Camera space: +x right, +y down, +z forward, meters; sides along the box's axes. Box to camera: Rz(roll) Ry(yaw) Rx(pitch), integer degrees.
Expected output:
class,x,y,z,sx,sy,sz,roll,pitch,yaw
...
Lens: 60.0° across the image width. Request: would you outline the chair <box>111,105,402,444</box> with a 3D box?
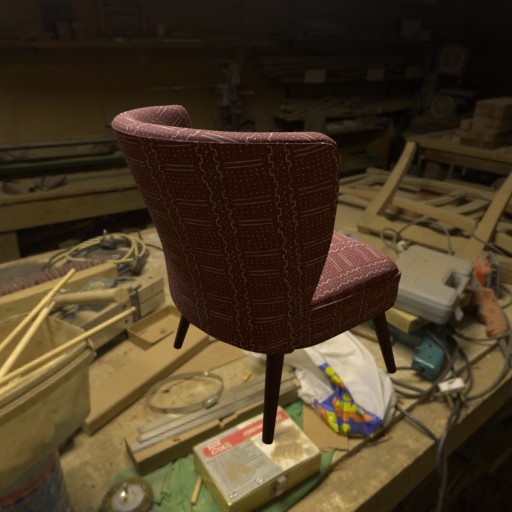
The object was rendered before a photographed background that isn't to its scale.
class,x,y,z,sx,sy,sz,roll,pitch,yaw
chair,0.000,0.000,1.371,0.758,0.866,0.706,-17,30,-33
